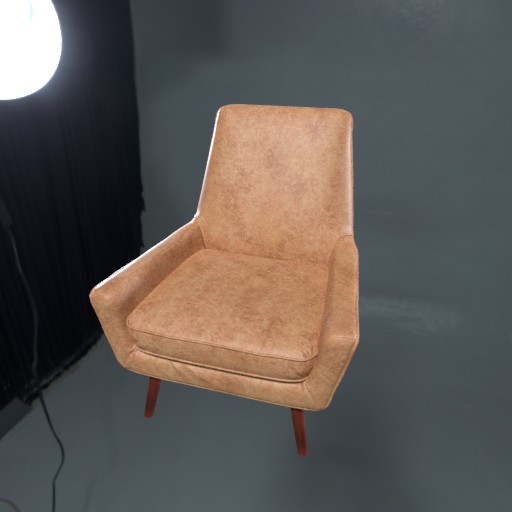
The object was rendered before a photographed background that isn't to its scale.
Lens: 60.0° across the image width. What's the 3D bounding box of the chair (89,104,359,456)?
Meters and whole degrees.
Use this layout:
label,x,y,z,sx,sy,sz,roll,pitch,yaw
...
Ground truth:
label,x,y,z,sx,sy,sz,roll,pitch,yaw
chair,0.000,0.000,1.511,0.753,0.883,0.851,8,28,15
